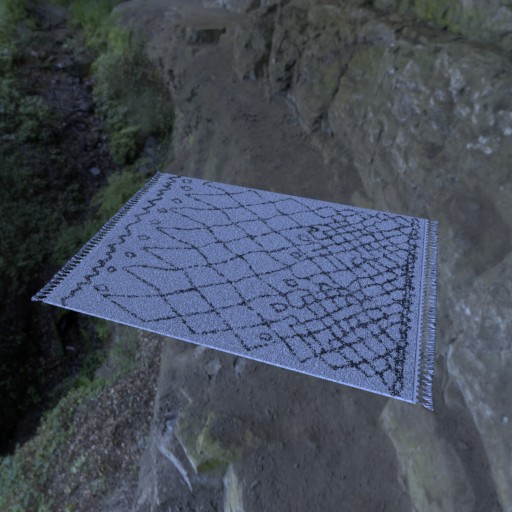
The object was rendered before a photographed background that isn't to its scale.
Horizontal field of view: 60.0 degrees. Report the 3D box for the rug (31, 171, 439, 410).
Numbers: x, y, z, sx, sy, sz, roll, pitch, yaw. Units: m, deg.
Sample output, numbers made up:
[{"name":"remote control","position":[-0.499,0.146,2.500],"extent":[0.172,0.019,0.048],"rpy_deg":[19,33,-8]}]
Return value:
[{"name":"rug","position":[0.000,0.000,2.969],"extent":[2.312,0.017,1.613],"rpy_deg":[12,42,14]}]
